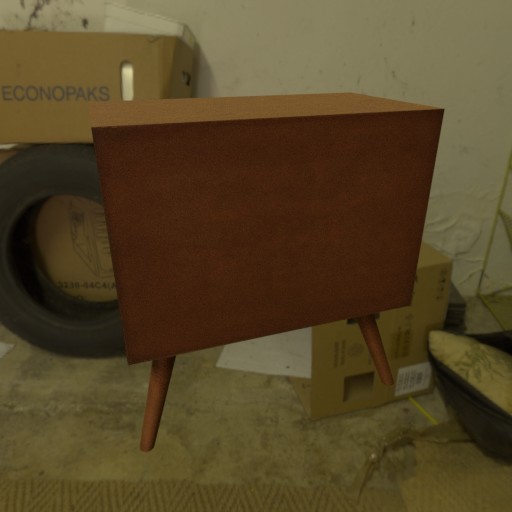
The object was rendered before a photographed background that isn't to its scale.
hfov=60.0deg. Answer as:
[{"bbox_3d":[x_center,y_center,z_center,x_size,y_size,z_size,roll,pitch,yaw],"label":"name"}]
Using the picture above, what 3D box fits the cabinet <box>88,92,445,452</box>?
[{"bbox_3d":[0.000,0.000,1.153,0.712,0.748,0.388,-9,27,-18],"label":"cabinet"}]
